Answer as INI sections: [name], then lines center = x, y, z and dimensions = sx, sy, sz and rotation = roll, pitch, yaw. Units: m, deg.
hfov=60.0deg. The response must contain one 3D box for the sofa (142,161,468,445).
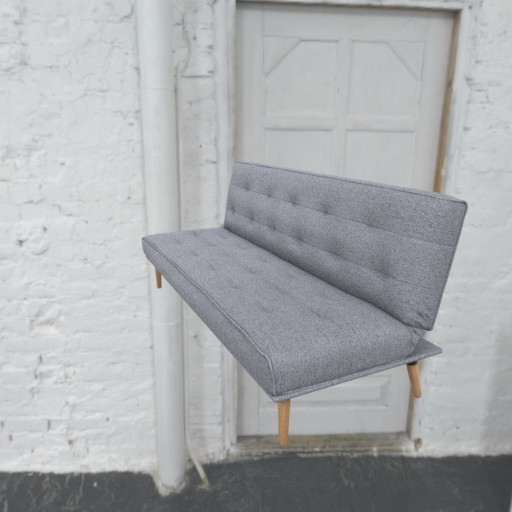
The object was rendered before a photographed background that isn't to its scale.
[sofa]
center = 0.000, 0.000, 2.293
dimensions = 0.810, 0.830, 1.820
rotation = -8, 18, -25
